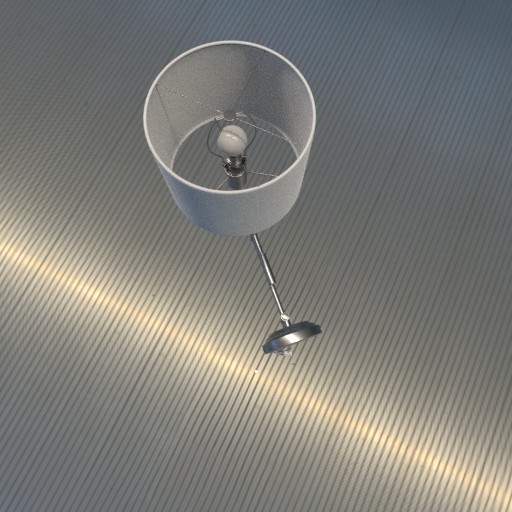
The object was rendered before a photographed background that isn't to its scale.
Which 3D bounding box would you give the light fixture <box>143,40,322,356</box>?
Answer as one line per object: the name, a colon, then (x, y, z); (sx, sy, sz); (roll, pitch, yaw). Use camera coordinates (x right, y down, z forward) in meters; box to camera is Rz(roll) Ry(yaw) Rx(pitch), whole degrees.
light fixture: (0.000, 0.000, 1.027); (0.253, 0.842, 0.479); (-19, 76, -5)
